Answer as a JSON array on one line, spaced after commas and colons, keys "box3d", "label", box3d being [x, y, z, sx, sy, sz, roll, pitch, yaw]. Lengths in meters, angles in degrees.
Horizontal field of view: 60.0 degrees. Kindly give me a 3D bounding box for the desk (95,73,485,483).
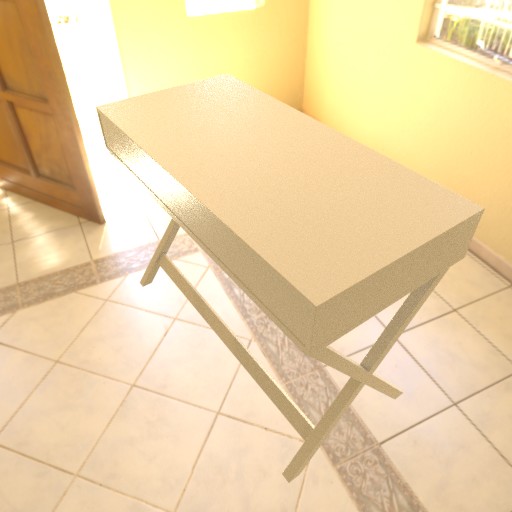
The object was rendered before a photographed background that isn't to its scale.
[{"box3d": [0.000, 0.000, 1.461, 0.509, 0.780, 1.059, -25, 47, -26], "label": "desk"}]
